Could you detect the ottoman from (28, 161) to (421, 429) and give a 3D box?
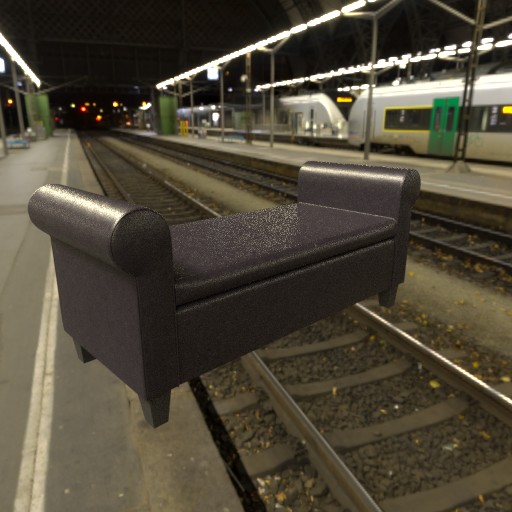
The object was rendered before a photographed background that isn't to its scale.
[{"bbox_3d":[0.000,0.000,1.517,1.256,0.547,0.521,-15,23,-41],"label":"ottoman"}]
